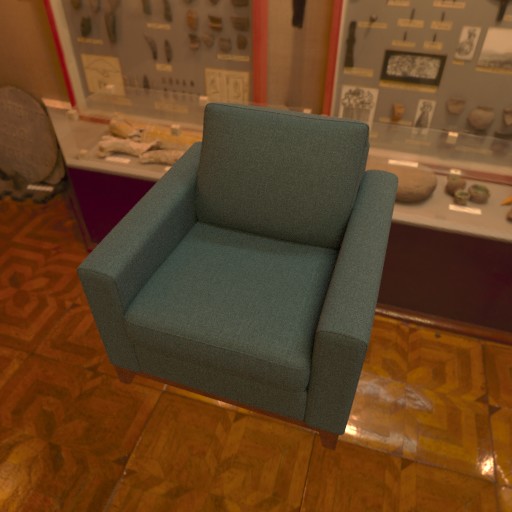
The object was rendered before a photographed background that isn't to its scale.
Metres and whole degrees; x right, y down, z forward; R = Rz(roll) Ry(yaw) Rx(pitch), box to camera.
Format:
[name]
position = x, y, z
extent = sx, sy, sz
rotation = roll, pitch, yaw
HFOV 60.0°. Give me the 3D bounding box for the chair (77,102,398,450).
[chair]
position = 0.000, 0.000, 1.886
extent = 1.024, 1.010, 1.038
rotation = 13, 43, 14
